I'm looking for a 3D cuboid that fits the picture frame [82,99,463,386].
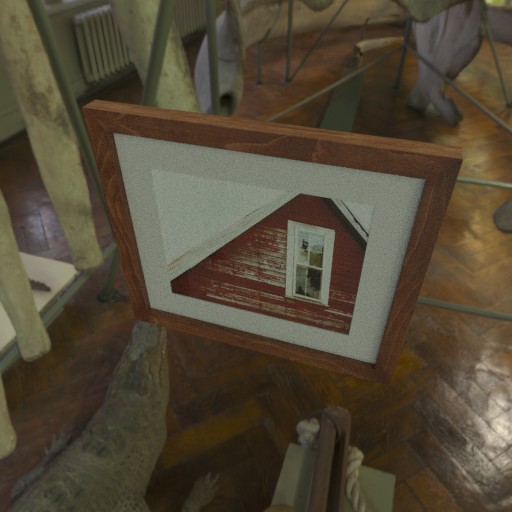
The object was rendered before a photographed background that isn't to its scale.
[{"bbox_3d":[0.000,0.000,0.538,0.381,0.330,0.025,12,41,14],"label":"picture frame"}]
